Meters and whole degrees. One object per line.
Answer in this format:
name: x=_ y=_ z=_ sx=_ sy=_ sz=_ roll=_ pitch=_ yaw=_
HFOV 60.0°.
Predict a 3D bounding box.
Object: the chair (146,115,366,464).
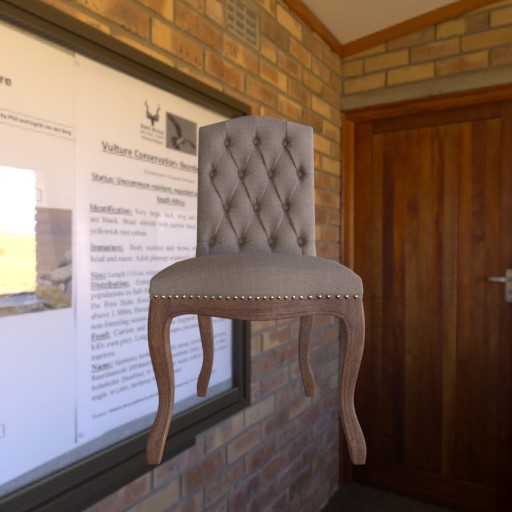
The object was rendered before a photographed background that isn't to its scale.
chair: x=0.000 y=0.000 z=1.601 sx=0.637 sy=1.191 sz=0.731 roll=0 pitch=1 yaw=0
